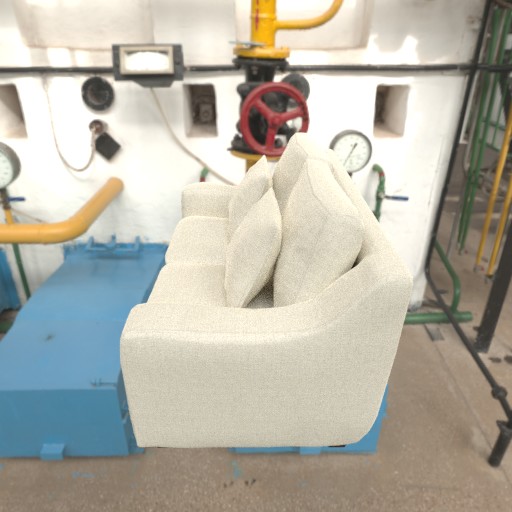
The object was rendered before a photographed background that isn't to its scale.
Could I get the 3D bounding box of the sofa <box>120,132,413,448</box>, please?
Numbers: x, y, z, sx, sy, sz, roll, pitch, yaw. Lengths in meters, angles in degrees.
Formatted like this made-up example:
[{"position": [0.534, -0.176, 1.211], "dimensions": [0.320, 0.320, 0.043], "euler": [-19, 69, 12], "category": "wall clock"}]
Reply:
[{"position": [0.000, 0.000, 2.348], "dimensions": [1.040, 1.047, 1.744], "euler": [0, 28, 0], "category": "sofa"}]
